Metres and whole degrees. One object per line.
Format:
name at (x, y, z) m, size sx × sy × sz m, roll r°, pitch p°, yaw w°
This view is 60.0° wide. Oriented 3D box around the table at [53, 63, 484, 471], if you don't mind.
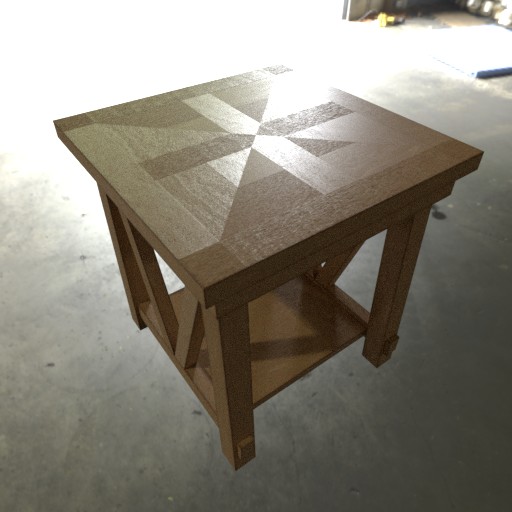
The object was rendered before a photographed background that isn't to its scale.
table at (0.000, 0.000, 1.088) m, size 0.610 × 0.638 × 0.612 m, roll -26°, pitch 47°, yaw -26°
